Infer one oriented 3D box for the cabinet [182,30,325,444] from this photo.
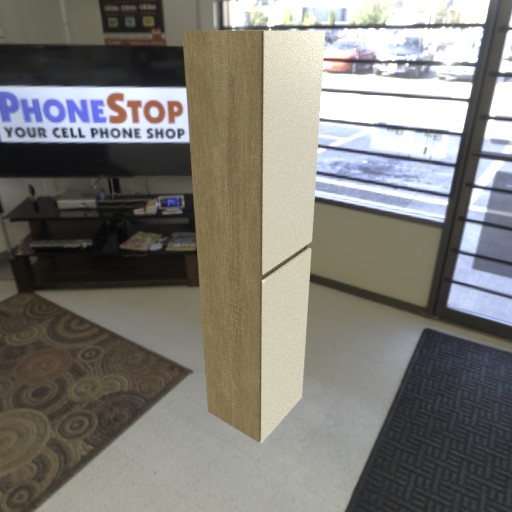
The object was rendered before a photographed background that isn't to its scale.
[{"bbox_3d":[0.000,0.000,1.544,0.270,1.400,0.300,19,32,32],"label":"cabinet"}]
